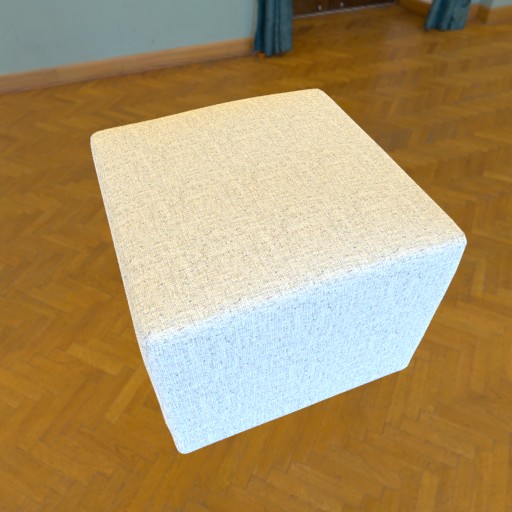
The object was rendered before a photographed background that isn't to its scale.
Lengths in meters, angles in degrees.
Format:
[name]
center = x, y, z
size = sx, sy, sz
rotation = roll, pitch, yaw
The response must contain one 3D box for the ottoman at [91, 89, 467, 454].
[ottoman]
center = 0.000, 0.000, 0.903
size = 0.512, 0.453, 0.521
rotation = -16, 50, -14
